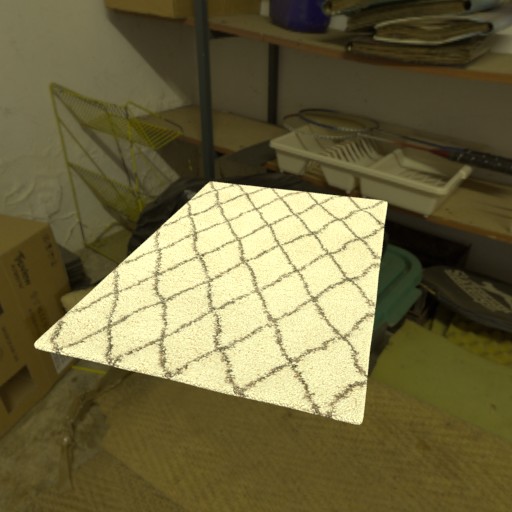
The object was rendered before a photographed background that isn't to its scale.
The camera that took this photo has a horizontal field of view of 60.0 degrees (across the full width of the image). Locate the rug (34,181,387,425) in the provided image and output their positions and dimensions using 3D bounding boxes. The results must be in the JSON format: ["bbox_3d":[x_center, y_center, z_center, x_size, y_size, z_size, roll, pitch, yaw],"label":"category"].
[{"bbox_3d":[0.000,0.000,2.249,1.219,0.030,1.778,9,31,14],"label":"rug"}]
